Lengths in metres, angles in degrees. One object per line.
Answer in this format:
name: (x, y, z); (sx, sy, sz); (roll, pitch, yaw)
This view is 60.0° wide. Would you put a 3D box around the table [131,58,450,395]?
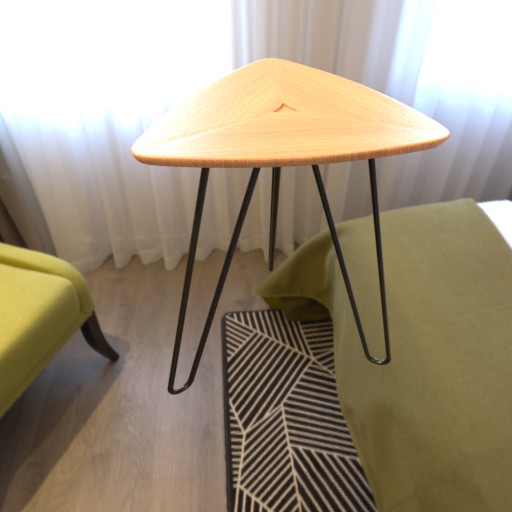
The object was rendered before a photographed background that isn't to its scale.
table: (0.000, 0.000, 0.859); (0.455, 0.564, 0.442); (-25, 47, -26)
